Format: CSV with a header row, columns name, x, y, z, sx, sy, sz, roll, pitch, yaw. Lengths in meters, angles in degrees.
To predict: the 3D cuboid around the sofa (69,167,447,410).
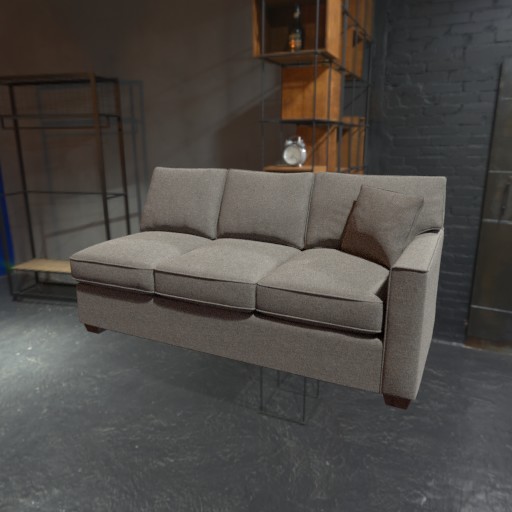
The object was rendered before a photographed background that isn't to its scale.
name,x,y,z,sx,sy,sz,roll,pitch,yaw
sofa,0.000,0.000,2.588,1.963,0.946,1.034,7,16,25
